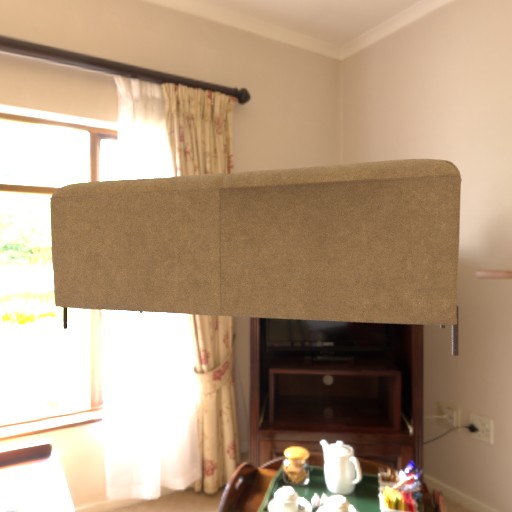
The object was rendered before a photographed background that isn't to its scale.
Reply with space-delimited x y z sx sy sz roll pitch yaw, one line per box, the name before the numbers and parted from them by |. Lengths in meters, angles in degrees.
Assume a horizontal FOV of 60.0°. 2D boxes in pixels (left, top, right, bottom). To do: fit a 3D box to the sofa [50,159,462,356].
sofa | 0.000 0.000 2.286 1.878 0.747 0.905 0 0 19
